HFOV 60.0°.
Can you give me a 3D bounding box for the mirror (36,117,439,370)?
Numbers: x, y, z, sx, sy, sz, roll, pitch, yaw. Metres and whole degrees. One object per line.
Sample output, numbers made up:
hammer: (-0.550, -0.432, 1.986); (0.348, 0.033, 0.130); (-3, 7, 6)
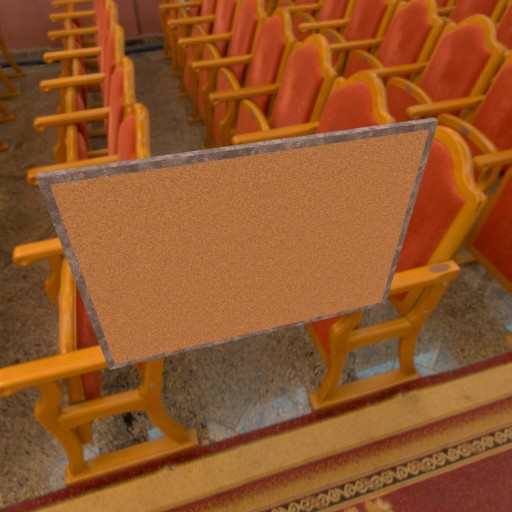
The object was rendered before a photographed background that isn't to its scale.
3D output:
mirror: (0.000, 0.000, 1.445); (1.101, 0.795, 0.022); (-11, 43, -12)
